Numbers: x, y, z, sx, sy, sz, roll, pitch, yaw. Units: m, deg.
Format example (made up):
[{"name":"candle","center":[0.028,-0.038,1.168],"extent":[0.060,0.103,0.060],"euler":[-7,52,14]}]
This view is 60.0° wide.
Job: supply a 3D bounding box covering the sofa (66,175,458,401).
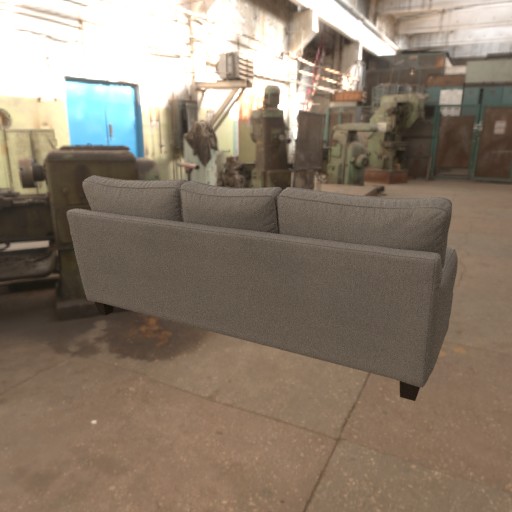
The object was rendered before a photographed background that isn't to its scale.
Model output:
[{"name":"sofa","center":[0.000,0.000,2.851],"extent":[2.323,0.991,1.016],"euler":[9,18,28]}]
